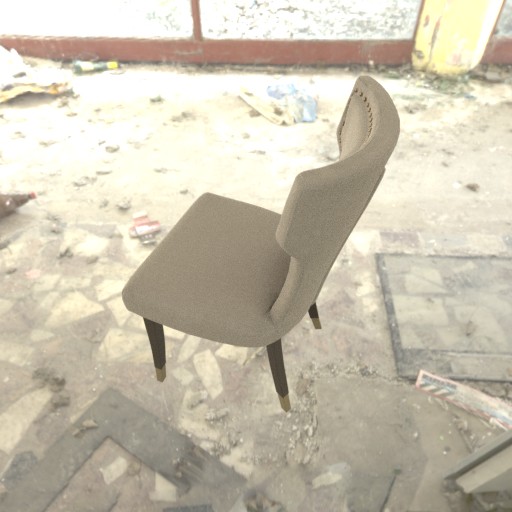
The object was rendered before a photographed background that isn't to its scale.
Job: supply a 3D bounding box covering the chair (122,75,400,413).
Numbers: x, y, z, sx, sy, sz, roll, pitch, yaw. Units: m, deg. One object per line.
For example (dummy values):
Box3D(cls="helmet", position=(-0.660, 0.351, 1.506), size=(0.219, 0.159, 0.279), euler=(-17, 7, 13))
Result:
Box3D(cls="chair", position=(0.000, 0.000, 1.309), size=(0.630, 0.950, 0.526), euler=(16, 47, 16))
